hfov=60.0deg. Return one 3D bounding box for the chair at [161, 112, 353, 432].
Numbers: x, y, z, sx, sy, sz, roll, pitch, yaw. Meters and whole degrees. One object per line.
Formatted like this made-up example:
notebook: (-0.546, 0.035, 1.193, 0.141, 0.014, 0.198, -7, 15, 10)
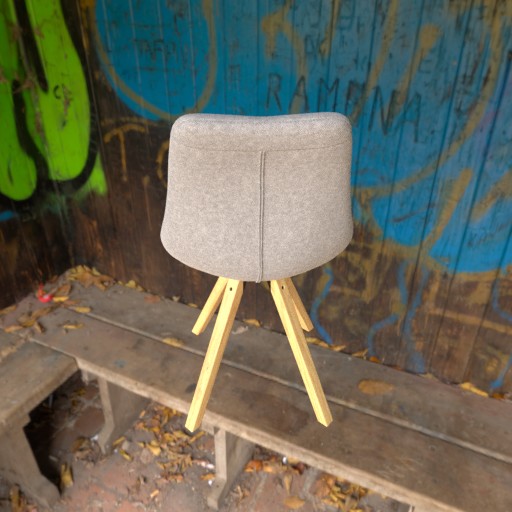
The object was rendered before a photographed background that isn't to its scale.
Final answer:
chair: (0.000, 0.000, 1.207, 0.483, 0.865, 0.550, -1, 30, -2)
